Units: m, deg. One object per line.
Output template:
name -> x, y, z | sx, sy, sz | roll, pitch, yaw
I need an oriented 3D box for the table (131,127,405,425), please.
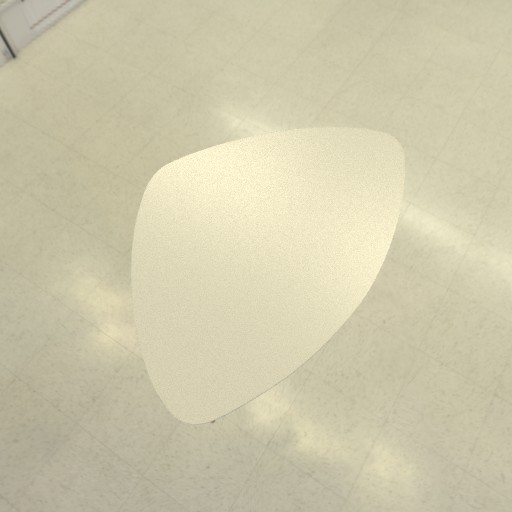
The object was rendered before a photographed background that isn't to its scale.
table -> 0.000, 0.000, 1.694 | 0.850, 0.440, 1.250 | 33, 68, 15
